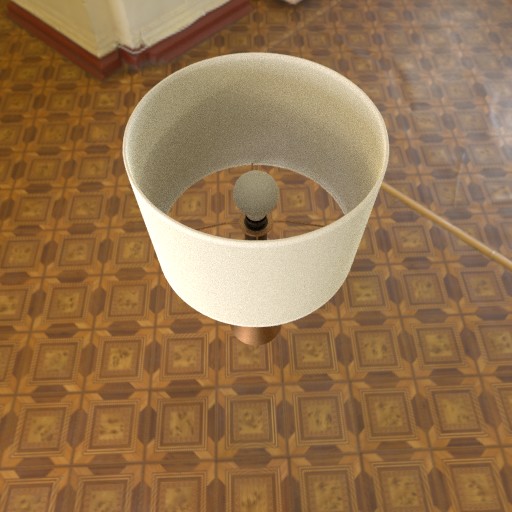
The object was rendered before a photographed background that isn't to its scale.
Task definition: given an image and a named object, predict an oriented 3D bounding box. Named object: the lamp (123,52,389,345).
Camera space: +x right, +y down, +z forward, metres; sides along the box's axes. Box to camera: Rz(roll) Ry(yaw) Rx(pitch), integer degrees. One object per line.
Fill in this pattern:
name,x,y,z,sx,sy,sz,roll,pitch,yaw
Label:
lamp,0.000,0.000,0.654,0.268,0.479,0.268,-2,59,-1
